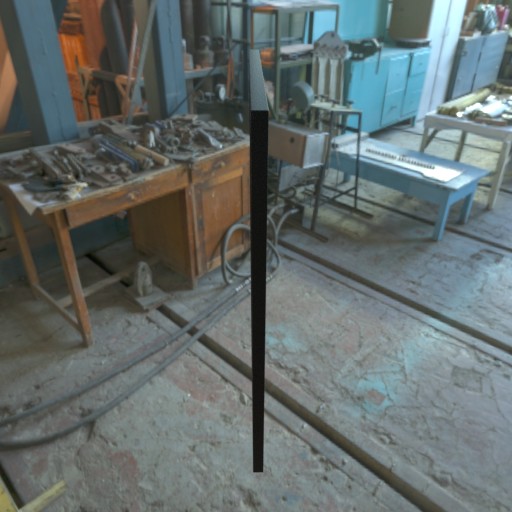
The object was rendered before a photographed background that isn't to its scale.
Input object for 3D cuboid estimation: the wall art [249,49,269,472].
[{"bbox_3d":[0.000,0.000,0.840,0.019,0.656,0.462,-1,32,-1],"label":"wall art"}]
